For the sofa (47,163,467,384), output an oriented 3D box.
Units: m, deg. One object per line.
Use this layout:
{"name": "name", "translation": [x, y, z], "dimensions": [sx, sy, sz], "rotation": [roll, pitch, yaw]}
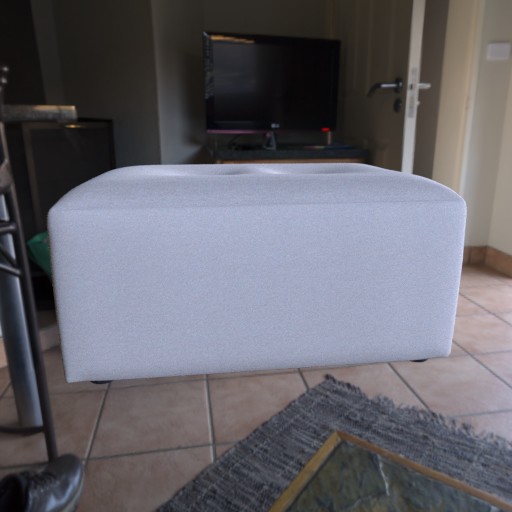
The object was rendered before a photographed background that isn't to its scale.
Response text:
{"name": "sofa", "translation": [0.000, 0.000, 1.208], "dimensions": [0.930, 0.470, 0.480], "rotation": [-2, 16, -7]}
